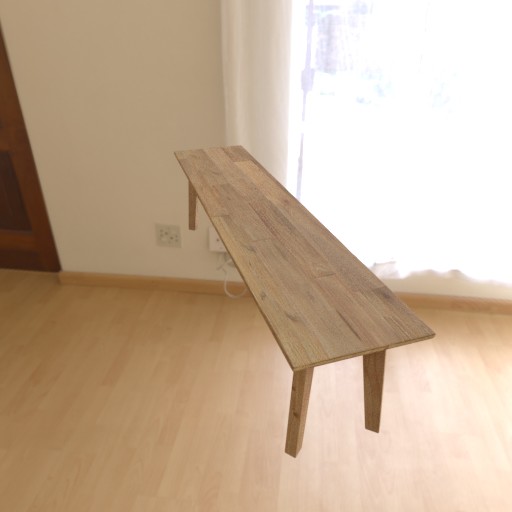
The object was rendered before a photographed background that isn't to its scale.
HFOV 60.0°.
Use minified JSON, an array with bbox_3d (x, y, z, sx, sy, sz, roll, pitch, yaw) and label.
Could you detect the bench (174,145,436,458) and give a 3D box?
[{"bbox_3d":[0.000,0.000,1.842,0.378,0.431,1.698,-9,31,-16],"label":"bench"}]
